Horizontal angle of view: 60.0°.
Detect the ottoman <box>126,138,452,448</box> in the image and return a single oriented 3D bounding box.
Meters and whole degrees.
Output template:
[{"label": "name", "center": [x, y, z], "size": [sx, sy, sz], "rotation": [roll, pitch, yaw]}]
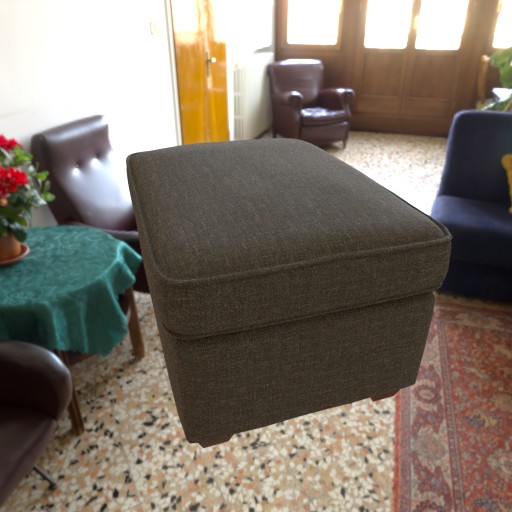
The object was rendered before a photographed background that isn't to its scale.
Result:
[{"label": "ottoman", "center": [0.000, 0.000, 1.104], "size": [0.549, 0.450, 0.749], "rotation": [-9, 30, -16]}]
